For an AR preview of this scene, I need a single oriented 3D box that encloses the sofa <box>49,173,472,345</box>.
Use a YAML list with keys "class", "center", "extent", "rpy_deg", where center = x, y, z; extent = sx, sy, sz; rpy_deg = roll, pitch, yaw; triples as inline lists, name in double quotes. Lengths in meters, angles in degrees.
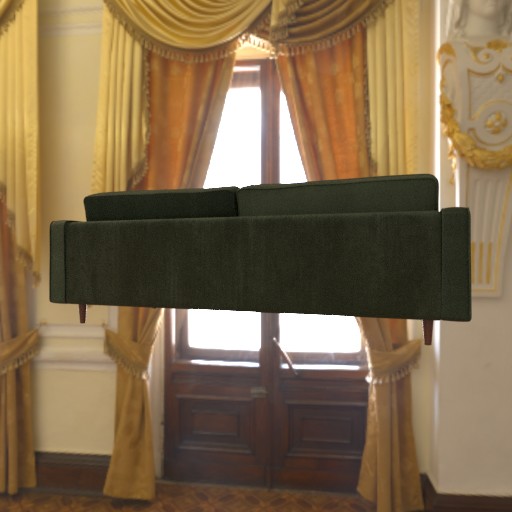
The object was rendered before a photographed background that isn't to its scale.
- class: "sofa"
  center: [0.000, 0.000, 2.591]
  extent: [2.199, 0.769, 0.918]
  rpy_deg: [0, 0, 20]
